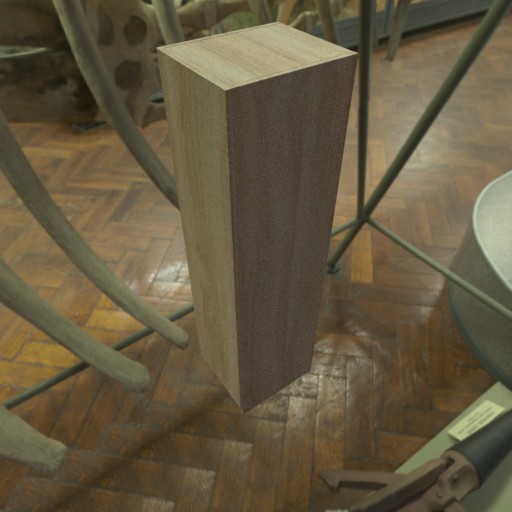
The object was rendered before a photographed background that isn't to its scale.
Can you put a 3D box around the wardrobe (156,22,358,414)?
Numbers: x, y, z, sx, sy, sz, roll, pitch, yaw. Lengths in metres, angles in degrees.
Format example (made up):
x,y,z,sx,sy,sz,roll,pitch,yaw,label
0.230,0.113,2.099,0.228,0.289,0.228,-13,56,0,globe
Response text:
x,y,z,sx,sy,sz,roll,pitch,yaw,label
0.000,0.000,2.394,0.588,2.117,0.496,-26,49,-25,wardrobe
